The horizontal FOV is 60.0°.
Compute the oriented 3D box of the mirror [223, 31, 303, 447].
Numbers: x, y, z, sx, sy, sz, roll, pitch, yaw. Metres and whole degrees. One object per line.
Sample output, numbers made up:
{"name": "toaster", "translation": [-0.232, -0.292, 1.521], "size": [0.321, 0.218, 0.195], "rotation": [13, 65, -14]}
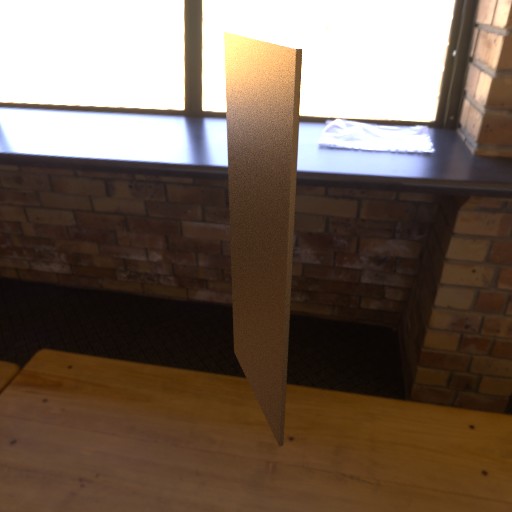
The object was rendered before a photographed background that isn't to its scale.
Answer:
{"name": "mirror", "translation": [0.000, 0.000, 2.296], "size": [0.025, 2.031, 0.812], "rotation": [-11, 32, -18]}
